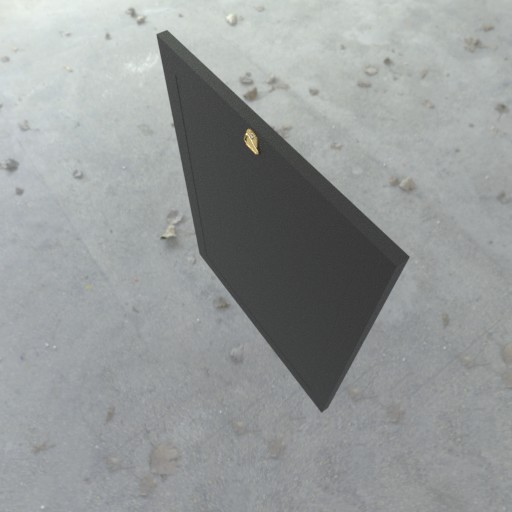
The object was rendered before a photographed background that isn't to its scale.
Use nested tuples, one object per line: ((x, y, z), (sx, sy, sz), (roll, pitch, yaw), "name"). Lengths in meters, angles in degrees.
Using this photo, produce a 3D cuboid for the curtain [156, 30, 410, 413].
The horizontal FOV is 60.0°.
((0.000, 0.000, 0.783), (0.027, 0.585, 0.483), (-31, 62, -18), "curtain")
